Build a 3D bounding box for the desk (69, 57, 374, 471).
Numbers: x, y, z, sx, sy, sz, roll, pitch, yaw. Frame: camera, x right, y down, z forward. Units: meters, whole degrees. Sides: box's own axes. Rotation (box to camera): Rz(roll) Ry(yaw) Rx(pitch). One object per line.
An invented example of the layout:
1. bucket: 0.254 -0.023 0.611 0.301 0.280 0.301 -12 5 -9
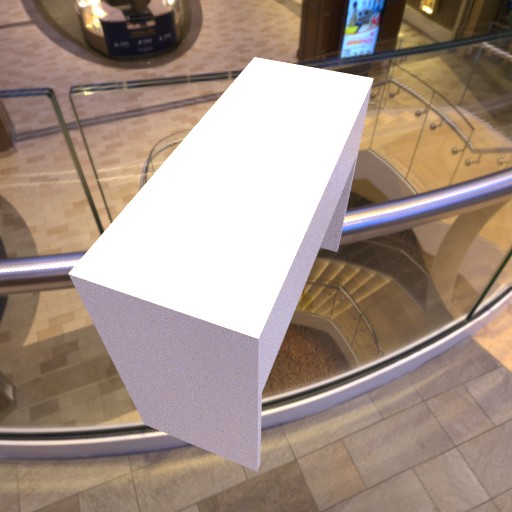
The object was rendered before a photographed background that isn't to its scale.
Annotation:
1. desk: 0.000 0.000 1.426 0.400 0.790 1.000 16 51 14
